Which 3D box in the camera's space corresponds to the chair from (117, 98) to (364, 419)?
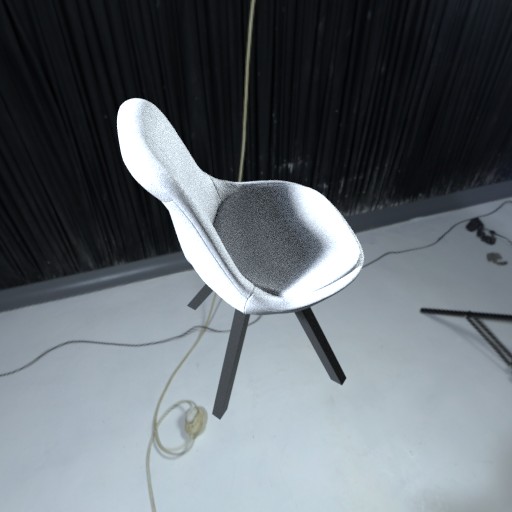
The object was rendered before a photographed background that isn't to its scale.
[{"bbox_3d":[0.000,0.000,1.200,0.550,0.850,0.485,-12,48,-12],"label":"chair"}]
